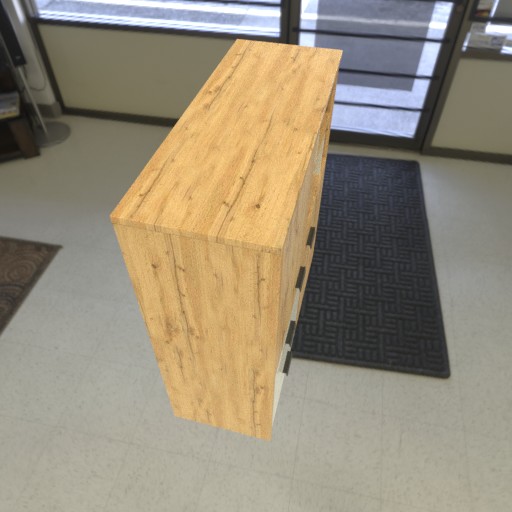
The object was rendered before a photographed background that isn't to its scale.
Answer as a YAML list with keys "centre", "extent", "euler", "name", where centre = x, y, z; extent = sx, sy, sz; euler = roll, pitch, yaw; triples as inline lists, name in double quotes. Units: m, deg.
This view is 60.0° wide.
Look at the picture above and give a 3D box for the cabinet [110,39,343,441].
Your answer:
- centre: [0.000, 0.000, 1.994]
  extent: [0.473, 1.397, 1.168]
  euler: [11, 48, 10]
  name: "cabinet"
